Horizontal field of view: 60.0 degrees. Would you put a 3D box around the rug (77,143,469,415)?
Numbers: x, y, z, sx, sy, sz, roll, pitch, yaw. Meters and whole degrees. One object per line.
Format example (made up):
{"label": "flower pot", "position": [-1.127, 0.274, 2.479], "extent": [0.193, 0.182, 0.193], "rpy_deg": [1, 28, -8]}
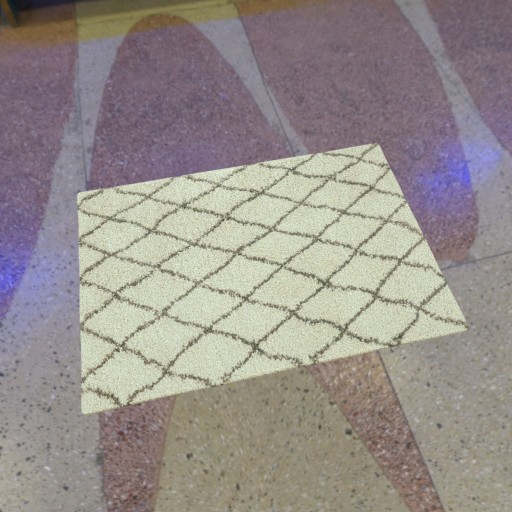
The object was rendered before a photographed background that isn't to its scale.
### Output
{"label": "rug", "position": [0.000, 0.000, 2.277], "extent": [1.778, 0.030, 1.219], "rpy_deg": [-11, 60, -6]}
